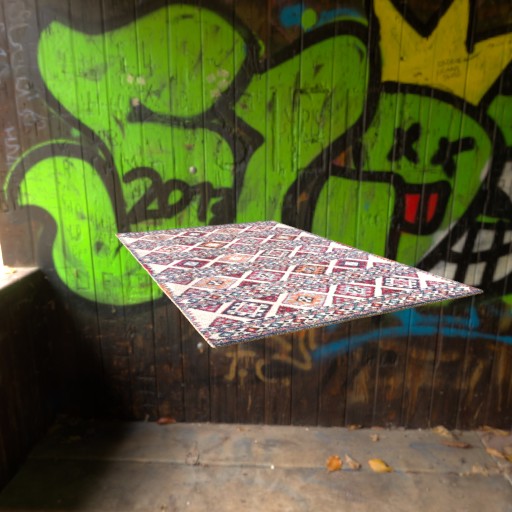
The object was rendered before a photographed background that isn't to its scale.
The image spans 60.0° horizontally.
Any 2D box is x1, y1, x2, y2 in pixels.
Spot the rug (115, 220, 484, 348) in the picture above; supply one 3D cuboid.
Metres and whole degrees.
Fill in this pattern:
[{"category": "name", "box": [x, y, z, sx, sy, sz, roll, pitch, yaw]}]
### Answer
[{"category": "rug", "box": [0.000, 0.000, 3.099, 1.545, 0.010, 2.440, -7, 16, -25]}]
